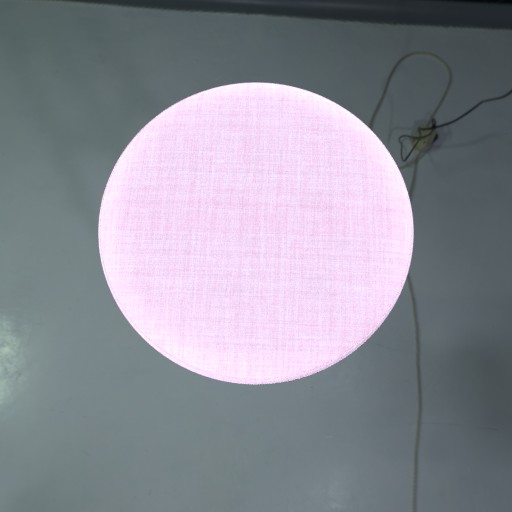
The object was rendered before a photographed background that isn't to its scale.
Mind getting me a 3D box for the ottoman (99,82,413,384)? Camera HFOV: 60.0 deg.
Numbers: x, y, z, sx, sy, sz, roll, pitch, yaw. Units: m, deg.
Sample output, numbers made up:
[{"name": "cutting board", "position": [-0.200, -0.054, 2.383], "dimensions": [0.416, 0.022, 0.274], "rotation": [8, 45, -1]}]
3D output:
[{"name": "ottoman", "position": [0.000, 0.000, 0.734], "dimensions": [0.400, 0.406, 0.400], "rotation": [0, 75, 0]}]
